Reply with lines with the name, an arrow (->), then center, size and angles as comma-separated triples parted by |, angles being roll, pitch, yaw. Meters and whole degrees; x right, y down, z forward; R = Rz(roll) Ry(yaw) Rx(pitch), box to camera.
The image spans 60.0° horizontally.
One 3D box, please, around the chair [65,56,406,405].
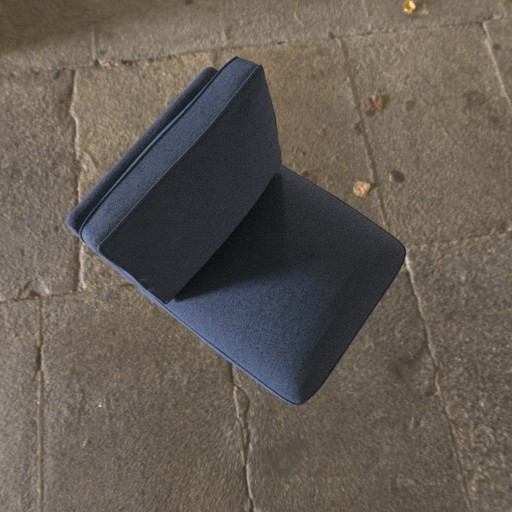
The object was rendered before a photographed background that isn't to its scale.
chair -> 0.000, 0.000, 1.649 | 0.912, 1.052, 0.724 | 36, 77, 10
